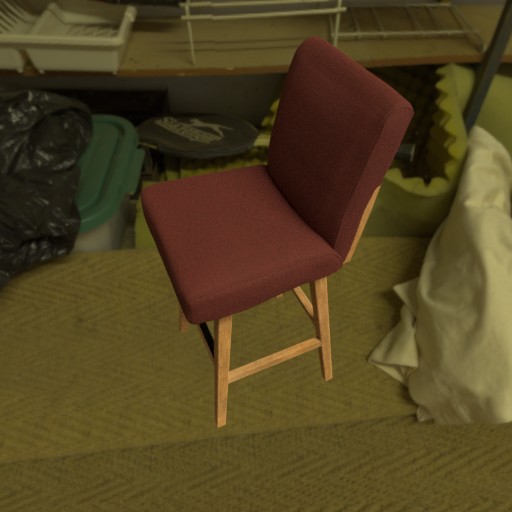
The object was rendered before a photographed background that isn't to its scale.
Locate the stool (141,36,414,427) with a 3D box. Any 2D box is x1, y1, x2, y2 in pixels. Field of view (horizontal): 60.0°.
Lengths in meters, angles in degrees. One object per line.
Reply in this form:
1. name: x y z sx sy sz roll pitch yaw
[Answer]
1. stool: 0.000 0.000 1.355 0.562 1.093 0.468 -18 50 -16
